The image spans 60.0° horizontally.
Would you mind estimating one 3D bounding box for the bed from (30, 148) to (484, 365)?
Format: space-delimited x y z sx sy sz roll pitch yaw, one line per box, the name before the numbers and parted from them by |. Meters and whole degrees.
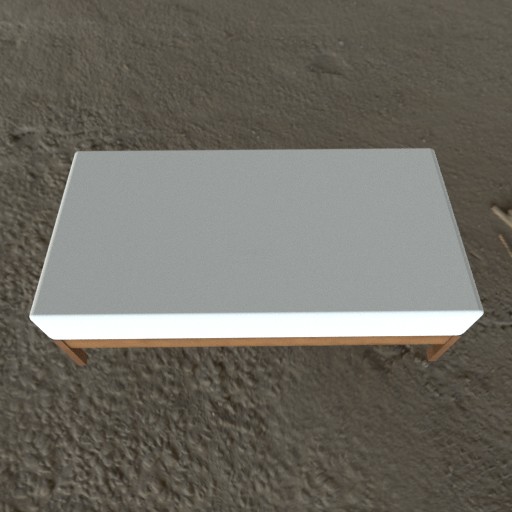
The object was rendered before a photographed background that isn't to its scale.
bed | 0.000 0.000 2.341 1.902 0.616 0.961 -1 58 0
